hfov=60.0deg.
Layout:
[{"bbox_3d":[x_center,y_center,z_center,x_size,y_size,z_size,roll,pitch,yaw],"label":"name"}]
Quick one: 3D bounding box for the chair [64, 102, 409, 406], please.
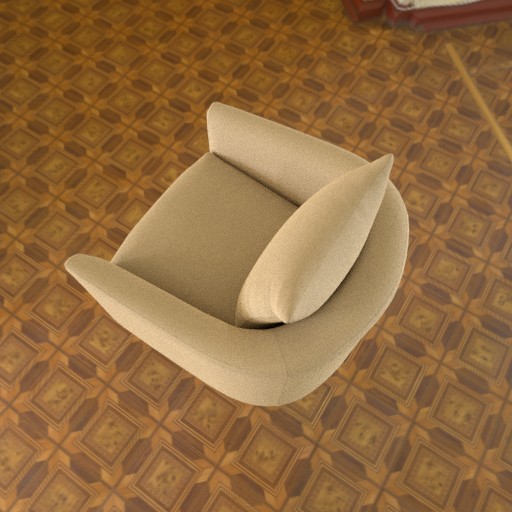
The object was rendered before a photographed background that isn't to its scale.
[{"bbox_3d":[0.000,0.000,1.549,0.910,0.848,0.845,30,67,14],"label":"chair"}]
